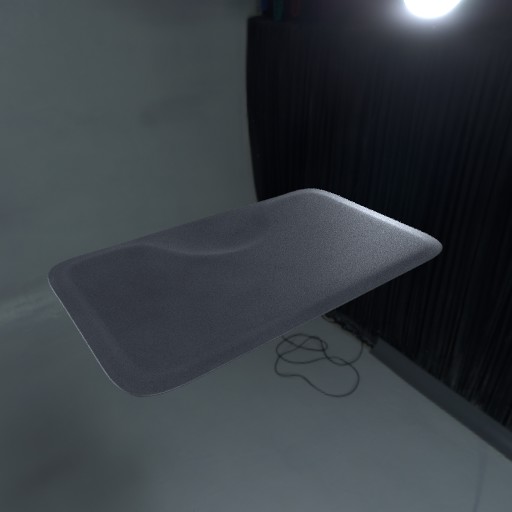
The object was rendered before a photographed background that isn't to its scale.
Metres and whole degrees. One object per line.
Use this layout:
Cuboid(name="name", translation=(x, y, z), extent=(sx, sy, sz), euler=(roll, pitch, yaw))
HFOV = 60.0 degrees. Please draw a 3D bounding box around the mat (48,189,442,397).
Cuboid(name="mat", translation=(0.000, 0.000, 1.884), extent=(1.524, 0.013, 0.918), euler=(-21, 36, -31))
